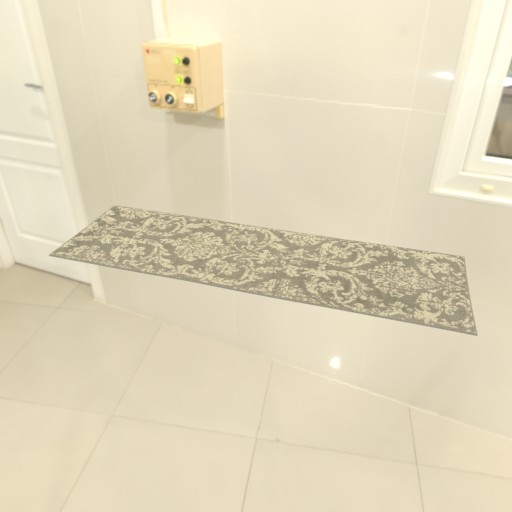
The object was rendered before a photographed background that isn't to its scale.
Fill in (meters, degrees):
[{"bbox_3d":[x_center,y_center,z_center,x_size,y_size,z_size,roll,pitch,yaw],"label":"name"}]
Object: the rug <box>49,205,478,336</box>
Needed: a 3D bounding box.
[{"bbox_3d":[0.000,0.000,2.443,2.196,0.011,0.662,9,33,14],"label":"rug"}]
